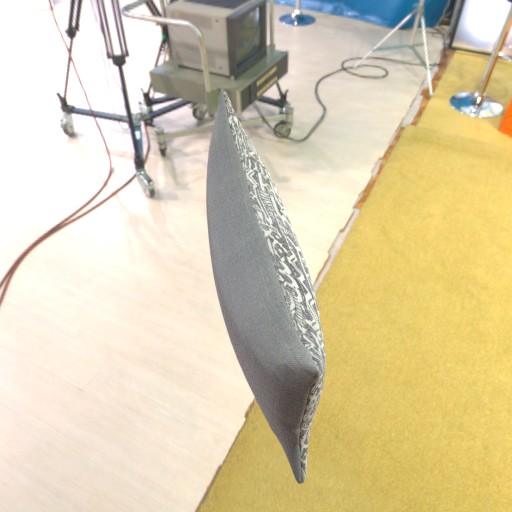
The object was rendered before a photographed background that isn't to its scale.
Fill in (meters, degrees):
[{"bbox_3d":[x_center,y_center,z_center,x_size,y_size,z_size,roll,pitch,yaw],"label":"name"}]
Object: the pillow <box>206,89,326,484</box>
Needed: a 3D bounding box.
[{"bbox_3d":[0.000,0.000,0.735,0.148,0.290,0.631,-9,47,-8],"label":"pillow"}]
